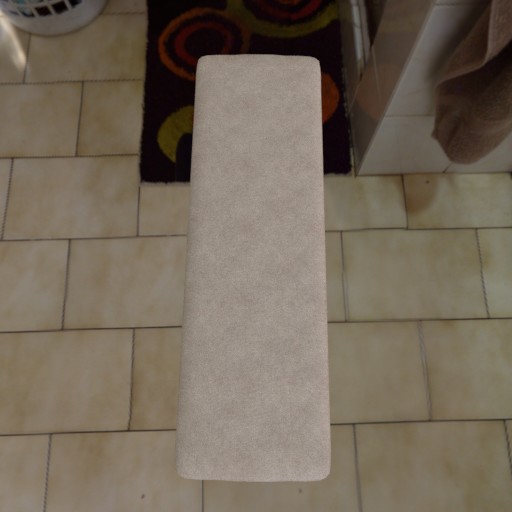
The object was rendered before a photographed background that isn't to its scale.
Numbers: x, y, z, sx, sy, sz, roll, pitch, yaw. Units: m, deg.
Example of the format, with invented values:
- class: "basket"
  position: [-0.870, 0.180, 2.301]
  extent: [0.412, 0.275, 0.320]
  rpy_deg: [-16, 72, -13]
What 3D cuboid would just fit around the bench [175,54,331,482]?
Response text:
- class: "bench"
  position: [0.000, 0.000, 1.683]
  extent: [0.470, 0.447, 1.482]
  rpy_deg: [1, 75, 0]
